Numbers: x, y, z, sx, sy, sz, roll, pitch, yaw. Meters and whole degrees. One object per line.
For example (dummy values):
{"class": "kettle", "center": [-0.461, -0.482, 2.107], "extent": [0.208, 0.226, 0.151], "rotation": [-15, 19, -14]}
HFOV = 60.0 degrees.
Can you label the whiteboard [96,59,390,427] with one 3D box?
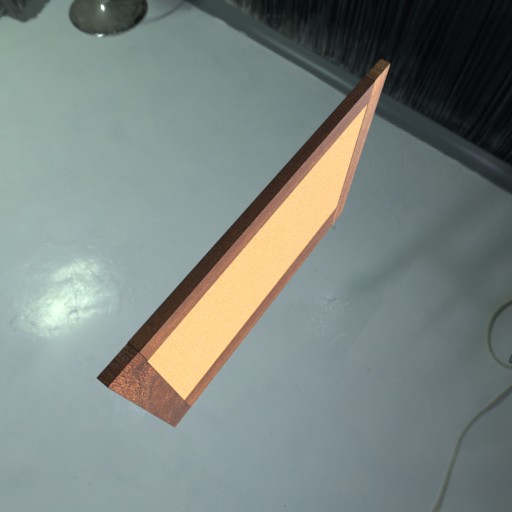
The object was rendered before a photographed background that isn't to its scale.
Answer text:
{"class": "whiteboard", "center": [0.000, 0.000, 1.002], "extent": [0.083, 0.559, 0.783], "rotation": [34, 68, 15]}
